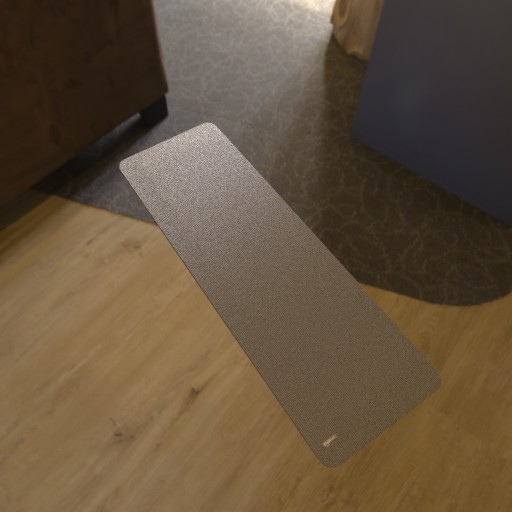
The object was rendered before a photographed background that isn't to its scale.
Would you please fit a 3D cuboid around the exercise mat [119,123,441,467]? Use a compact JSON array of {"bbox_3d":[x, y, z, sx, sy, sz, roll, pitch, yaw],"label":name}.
[{"bbox_3d":[0.000,0.000,2.136,0.616,0.021,1.884,-30,62,-17],"label":"exercise mat"}]
